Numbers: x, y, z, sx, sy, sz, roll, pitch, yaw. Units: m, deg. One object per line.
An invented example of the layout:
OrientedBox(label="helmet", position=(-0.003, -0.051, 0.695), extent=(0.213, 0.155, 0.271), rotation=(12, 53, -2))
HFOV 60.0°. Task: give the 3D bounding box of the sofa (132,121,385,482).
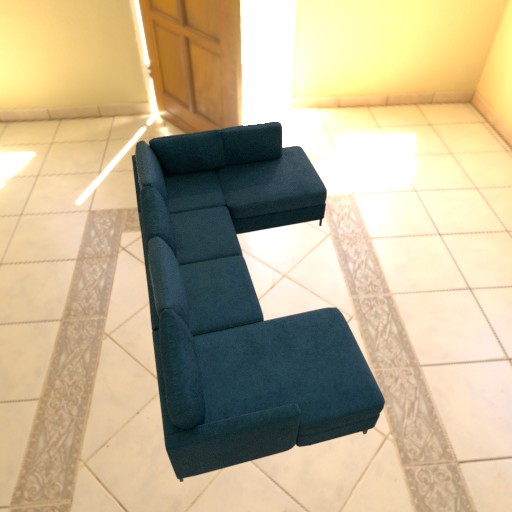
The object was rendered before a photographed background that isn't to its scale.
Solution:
OrientedBox(label="sofa", position=(0.000, 0.000, 4.254), extent=(2.055, 0.992, 3.434), rotation=(-11, 47, -10))
